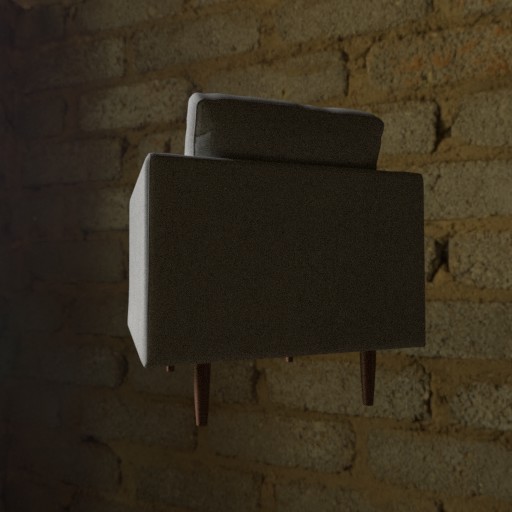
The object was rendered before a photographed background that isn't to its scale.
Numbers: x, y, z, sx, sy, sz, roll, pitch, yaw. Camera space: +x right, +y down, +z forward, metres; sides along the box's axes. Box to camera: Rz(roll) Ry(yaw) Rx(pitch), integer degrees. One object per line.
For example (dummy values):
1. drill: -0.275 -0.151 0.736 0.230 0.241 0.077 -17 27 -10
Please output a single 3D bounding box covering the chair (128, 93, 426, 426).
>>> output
1. chair: 0.000 0.000 1.593 0.855 0.927 0.800 0 -1 -19
